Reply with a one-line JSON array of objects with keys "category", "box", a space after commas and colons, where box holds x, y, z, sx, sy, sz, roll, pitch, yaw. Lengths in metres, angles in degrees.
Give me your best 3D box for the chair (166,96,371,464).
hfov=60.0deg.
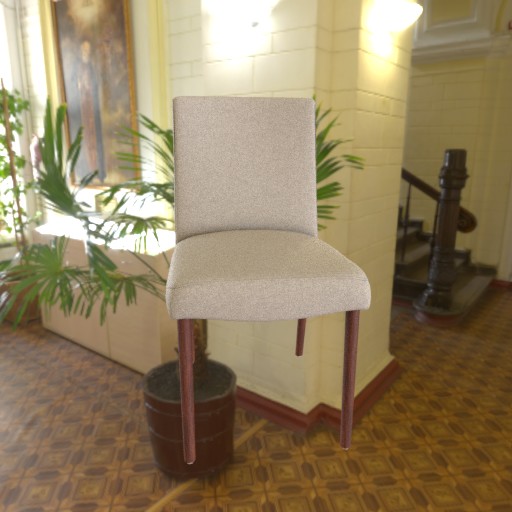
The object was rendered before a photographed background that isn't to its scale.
[{"category": "chair", "box": [0.000, 0.000, 1.181, 0.456, 0.859, 0.570, -2, 14, -8]}]
